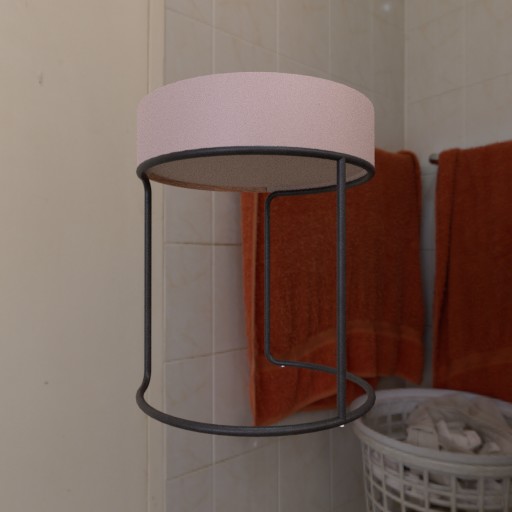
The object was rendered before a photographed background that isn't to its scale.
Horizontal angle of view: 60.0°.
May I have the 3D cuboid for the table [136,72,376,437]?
[{"bbox_3d":[0.000,0.000,0.863,0.450,0.530,0.450,0,0,0],"label":"table"}]
